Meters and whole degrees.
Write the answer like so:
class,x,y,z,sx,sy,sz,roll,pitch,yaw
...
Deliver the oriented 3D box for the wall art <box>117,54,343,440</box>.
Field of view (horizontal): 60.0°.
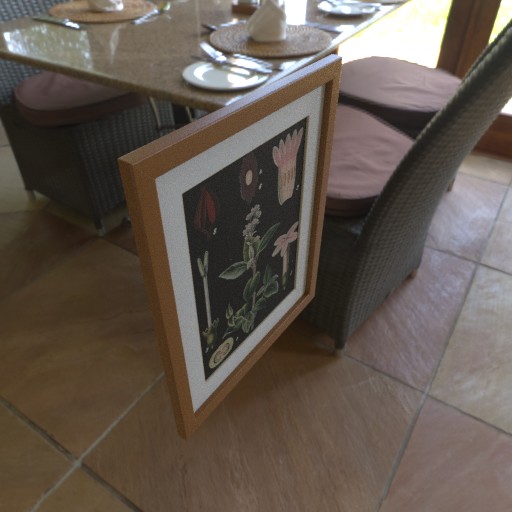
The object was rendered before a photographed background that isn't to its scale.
class,x,y,z,sx,sy,sz,roll,pitch,yaw
wall art,0.000,0.000,0.758,0.021,0.550,0.449,25,46,27
